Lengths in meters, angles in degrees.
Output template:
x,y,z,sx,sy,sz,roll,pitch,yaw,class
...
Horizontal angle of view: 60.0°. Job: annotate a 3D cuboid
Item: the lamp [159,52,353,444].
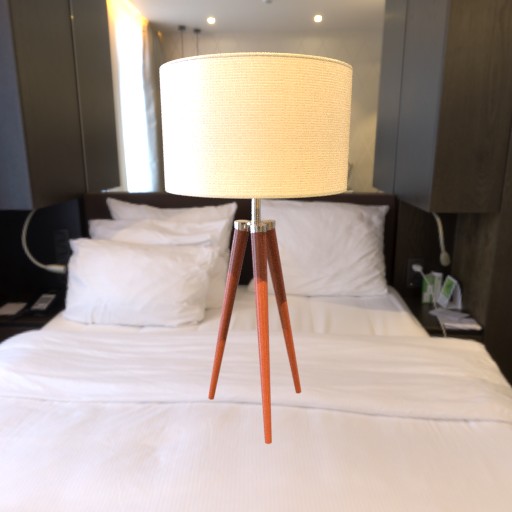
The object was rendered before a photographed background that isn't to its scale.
x,y,z,sx,sy,sz,roll,pitch,yaw,class
0.000,0.000,0.914,0.354,0.709,0.355,-7,15,-27,lamp
